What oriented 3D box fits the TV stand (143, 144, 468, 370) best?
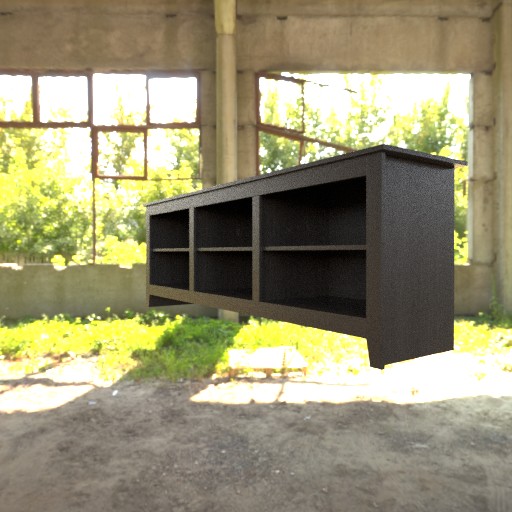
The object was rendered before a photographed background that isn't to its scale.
[{"bbox_3d":[0.000,0.000,2.028,0.406,0.610,1.778,0,0,-35],"label":"TV stand"}]
